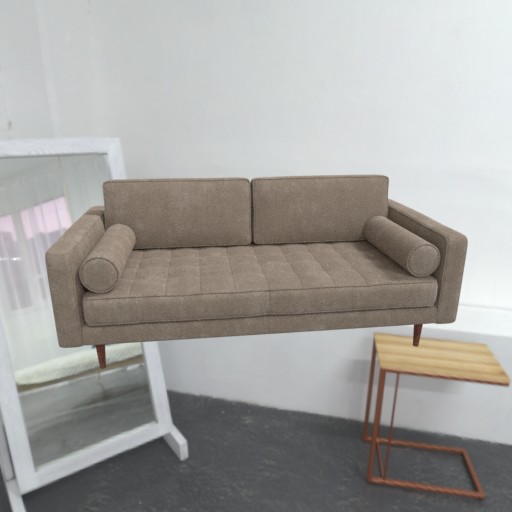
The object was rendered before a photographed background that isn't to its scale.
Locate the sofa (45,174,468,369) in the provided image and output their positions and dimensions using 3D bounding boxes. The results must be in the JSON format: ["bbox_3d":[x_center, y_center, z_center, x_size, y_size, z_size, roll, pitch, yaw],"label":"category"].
[{"bbox_3d":[0.000,0.000,2.358,1.883,0.769,0.920,-2,19,-7],"label":"sofa"}]
